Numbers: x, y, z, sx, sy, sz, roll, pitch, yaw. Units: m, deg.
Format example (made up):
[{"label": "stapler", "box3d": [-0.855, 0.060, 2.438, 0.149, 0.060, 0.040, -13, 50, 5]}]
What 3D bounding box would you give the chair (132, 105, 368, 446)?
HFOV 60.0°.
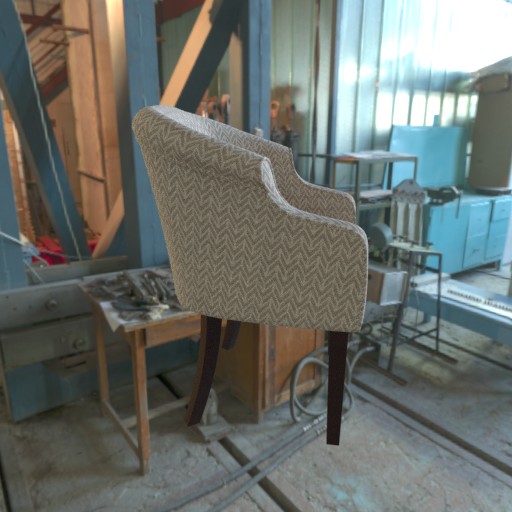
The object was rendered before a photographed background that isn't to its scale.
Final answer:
[{"label": "chair", "box3d": [0.000, 0.000, 1.326, 0.613, 0.858, 0.686, 3, 16, 9]}]
